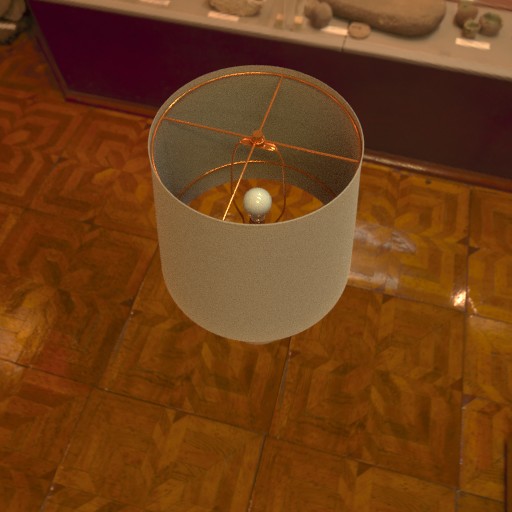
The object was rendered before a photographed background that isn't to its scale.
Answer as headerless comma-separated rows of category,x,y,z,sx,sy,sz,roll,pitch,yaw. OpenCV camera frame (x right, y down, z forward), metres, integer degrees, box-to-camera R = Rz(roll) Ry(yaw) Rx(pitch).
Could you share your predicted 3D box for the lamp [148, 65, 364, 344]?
lamp,0.000,0.000,0.455,0.189,0.340,0.189,0,60,0
